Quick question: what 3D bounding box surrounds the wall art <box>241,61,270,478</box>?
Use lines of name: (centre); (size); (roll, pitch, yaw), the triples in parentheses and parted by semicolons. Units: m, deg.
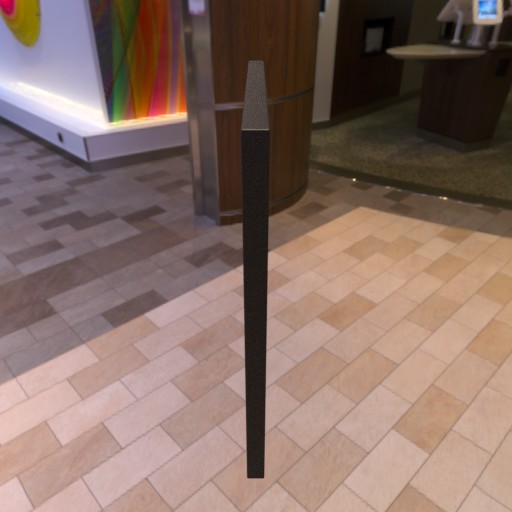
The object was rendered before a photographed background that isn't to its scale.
wall art: (0.000, 0.000, 0.761); (0.028, 0.559, 0.457); (0, 31, 0)
